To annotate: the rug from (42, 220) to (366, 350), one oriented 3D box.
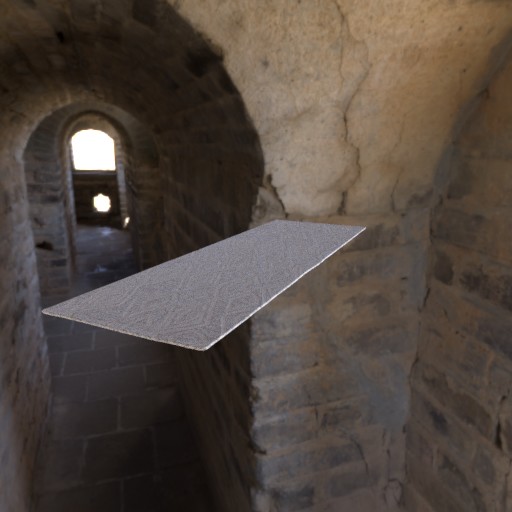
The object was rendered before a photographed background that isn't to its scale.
[{"bbox_3d":[0.000,0.000,2.719,0.807,0.013,2.436,7,16,25],"label":"rug"}]
